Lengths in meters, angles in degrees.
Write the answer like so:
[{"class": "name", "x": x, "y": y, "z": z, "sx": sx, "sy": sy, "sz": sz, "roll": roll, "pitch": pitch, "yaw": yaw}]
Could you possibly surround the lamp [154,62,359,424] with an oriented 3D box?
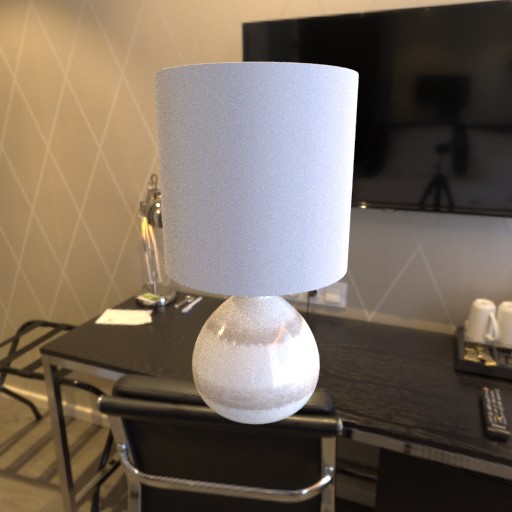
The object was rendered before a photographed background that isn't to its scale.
[{"class": "lamp", "x": 0.000, "y": 0.000, "z": 0.535, "sx": 0.217, "sy": 0.404, "sz": 0.217, "roll": -2, "pitch": 16, "yaw": -8}]
